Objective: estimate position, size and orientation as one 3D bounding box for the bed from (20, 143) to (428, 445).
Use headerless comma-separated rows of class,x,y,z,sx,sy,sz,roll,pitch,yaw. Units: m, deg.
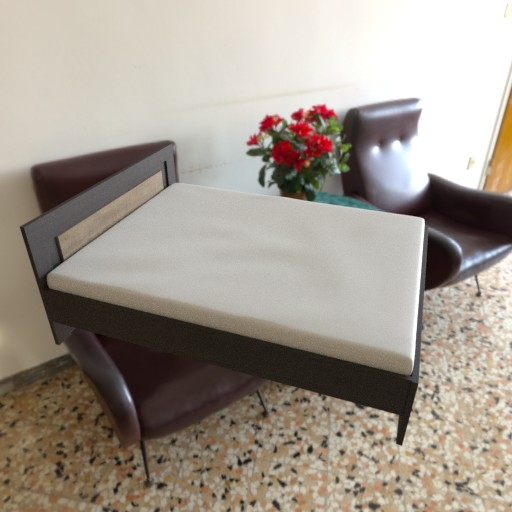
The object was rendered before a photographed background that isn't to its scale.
bed,0.000,0.000,2.871,2.073,0.823,1.585,11,33,17
